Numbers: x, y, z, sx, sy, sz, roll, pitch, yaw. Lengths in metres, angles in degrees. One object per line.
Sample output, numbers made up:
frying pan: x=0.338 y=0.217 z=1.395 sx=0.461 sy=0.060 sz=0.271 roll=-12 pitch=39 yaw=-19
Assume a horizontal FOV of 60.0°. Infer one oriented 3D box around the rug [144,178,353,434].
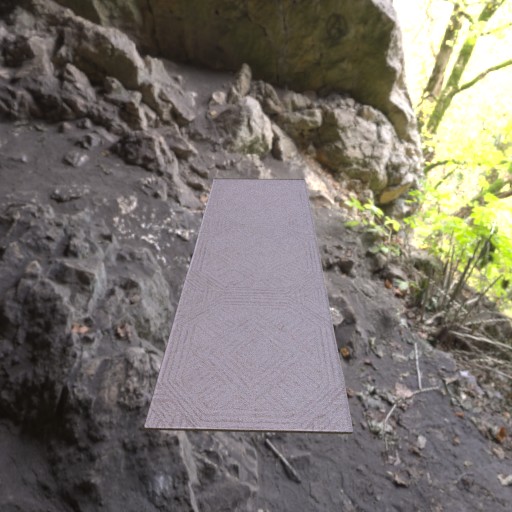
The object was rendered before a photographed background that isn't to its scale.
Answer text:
rug: x=0.000 y=0.000 z=2.664 sx=0.775 sy=0.012 sz=2.452 roll=1 pitch=32 yaw=1
